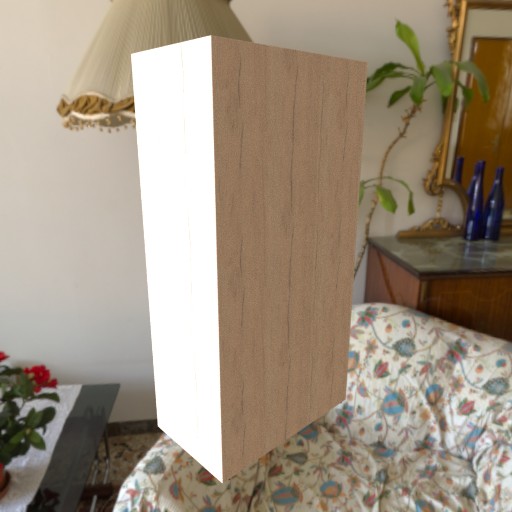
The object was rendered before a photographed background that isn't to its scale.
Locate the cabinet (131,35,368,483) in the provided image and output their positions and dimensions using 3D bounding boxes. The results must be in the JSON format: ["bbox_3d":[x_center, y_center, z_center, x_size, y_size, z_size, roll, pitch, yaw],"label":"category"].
[{"bbox_3d":[0.000,0.000,2.348,0.980,1.930,0.580,-15,22,-41],"label":"cabinet"}]
